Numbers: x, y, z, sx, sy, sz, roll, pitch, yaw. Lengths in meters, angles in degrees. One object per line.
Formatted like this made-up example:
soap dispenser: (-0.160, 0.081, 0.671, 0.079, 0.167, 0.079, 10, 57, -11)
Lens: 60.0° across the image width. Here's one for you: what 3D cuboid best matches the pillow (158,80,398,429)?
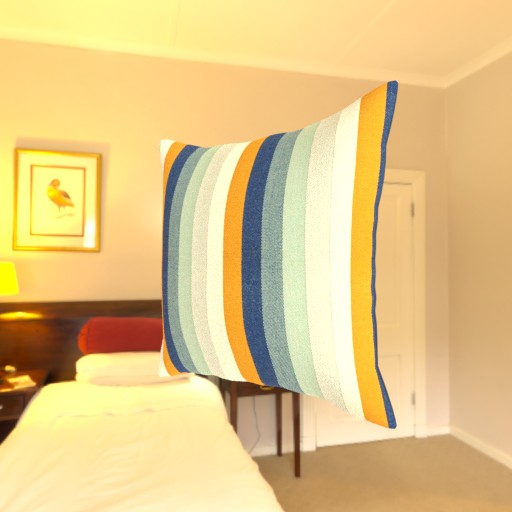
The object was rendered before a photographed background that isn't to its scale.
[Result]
pillow: (0.000, 0.000, 0.714, 0.463, 0.454, 0.173, -1, -1, 37)
